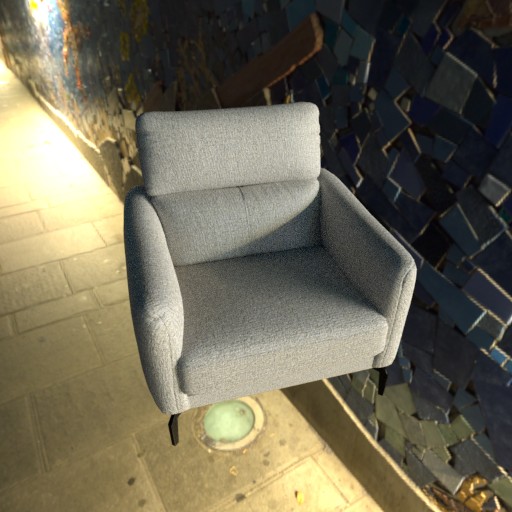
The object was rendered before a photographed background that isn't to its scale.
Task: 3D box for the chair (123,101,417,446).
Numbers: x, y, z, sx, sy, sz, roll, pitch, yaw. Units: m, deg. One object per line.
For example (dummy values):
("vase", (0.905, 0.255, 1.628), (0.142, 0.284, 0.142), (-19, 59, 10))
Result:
("chair", (0.000, 0.000, 1.719), (0.972, 0.967, 0.835), (-9, 33, -13))
